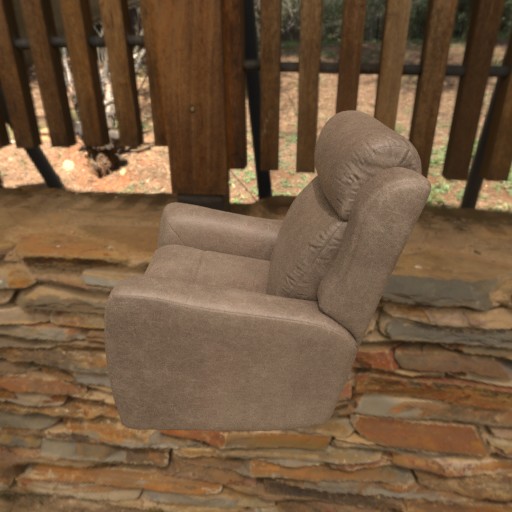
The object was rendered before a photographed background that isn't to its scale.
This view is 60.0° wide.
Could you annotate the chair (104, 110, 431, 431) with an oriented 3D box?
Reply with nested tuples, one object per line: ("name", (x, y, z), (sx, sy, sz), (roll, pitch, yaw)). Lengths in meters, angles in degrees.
("chair", (0.000, 0.000, 1.873), (1.068, 1.116, 0.967), (1, 26, 1))
